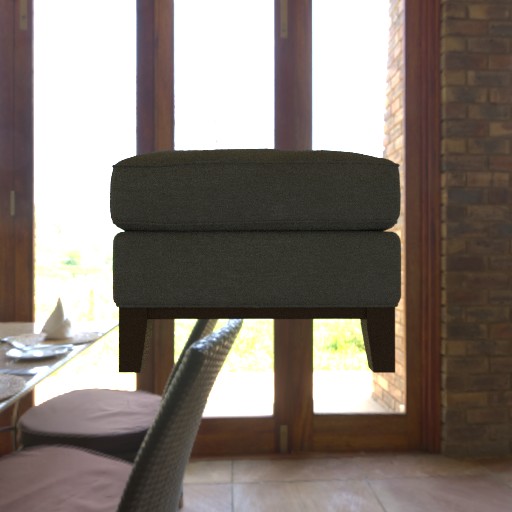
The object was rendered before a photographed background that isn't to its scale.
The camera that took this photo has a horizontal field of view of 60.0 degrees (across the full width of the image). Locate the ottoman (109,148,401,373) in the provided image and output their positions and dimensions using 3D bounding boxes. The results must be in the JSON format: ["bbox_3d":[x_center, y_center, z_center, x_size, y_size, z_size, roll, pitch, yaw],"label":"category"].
[{"bbox_3d":[0.000,0.000,1.506,0.648,0.514,1.143,0,0,0],"label":"ottoman"}]
